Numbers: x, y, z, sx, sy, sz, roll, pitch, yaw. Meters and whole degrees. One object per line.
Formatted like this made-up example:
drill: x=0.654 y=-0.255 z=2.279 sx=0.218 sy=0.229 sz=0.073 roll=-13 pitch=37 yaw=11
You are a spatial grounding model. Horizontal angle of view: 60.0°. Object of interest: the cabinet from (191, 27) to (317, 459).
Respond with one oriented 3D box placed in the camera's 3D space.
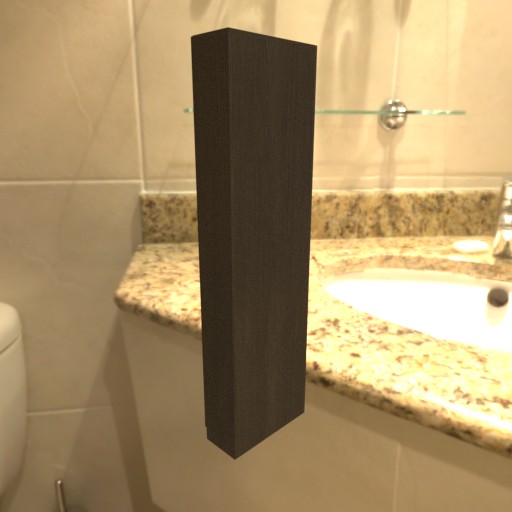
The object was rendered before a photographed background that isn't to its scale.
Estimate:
cabinet: x=0.000 y=0.000 z=2.024 sx=0.500 sy=1.790 sz=0.230 roll=-15 pitch=22 yaw=-43
